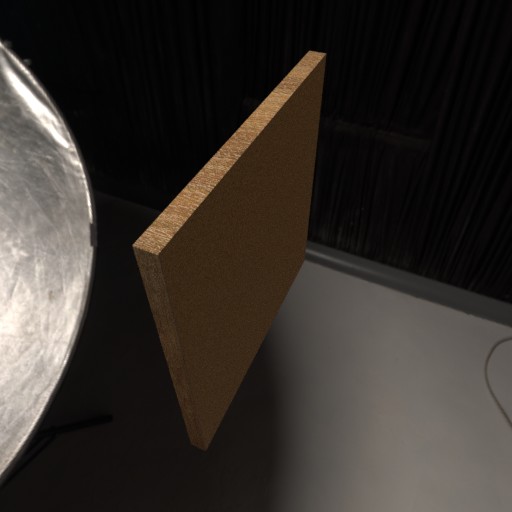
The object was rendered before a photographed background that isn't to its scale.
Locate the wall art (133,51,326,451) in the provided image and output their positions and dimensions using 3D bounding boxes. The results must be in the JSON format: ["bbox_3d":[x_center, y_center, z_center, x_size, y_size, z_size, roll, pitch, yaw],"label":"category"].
[{"bbox_3d":[0.000,0.000,0.917,0.042,0.608,0.611,18,49,17],"label":"wall art"}]
